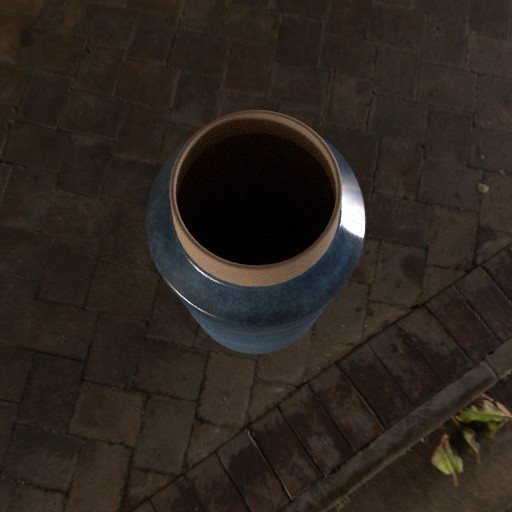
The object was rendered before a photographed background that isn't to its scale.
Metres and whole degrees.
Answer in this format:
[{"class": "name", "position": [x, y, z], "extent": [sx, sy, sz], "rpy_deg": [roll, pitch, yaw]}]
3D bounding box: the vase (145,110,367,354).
[{"class": "vase", "position": [0.000, 0.000, 0.398], "extent": [0.163, 0.316, 0.163], "rpy_deg": [0, 76, 0]}]
